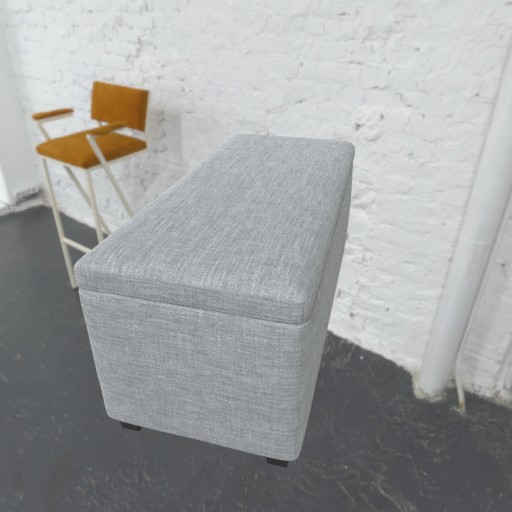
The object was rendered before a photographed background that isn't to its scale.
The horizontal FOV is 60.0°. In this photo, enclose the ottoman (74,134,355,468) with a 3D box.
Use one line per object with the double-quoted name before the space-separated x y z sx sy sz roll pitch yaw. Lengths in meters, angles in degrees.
"ottoman" 0.000 0.000 1.146 0.419 0.432 0.902 8 30 13
